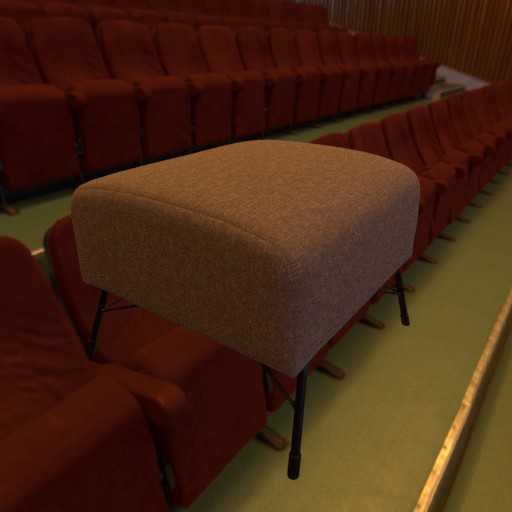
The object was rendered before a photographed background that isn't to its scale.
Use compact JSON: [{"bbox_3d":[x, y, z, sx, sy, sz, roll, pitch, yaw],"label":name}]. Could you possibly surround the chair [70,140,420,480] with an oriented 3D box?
[{"bbox_3d":[0.000,0.000,0.919,0.530,0.410,0.530,17,30,32],"label":"chair"}]
